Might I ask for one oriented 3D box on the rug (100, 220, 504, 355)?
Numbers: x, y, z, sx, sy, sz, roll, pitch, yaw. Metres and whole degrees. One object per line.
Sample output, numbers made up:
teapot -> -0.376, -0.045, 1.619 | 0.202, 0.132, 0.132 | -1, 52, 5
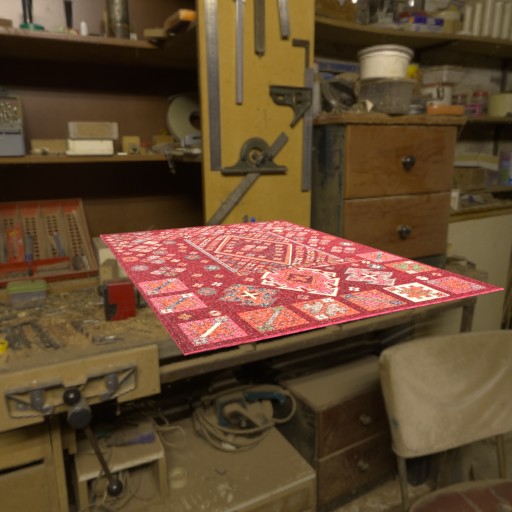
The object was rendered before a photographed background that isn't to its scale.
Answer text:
rug -> 0.000, 0.000, 2.738 | 1.579, 0.007, 2.184 | -7, 16, -25
